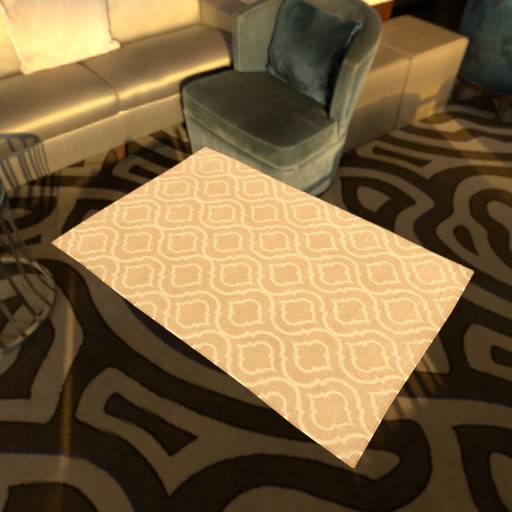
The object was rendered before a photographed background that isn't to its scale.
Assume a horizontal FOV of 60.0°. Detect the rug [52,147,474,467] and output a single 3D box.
[{"bbox_3d":[0.000,0.000,2.177,1.761,0.013,1.152,30,53,26],"label":"rug"}]
